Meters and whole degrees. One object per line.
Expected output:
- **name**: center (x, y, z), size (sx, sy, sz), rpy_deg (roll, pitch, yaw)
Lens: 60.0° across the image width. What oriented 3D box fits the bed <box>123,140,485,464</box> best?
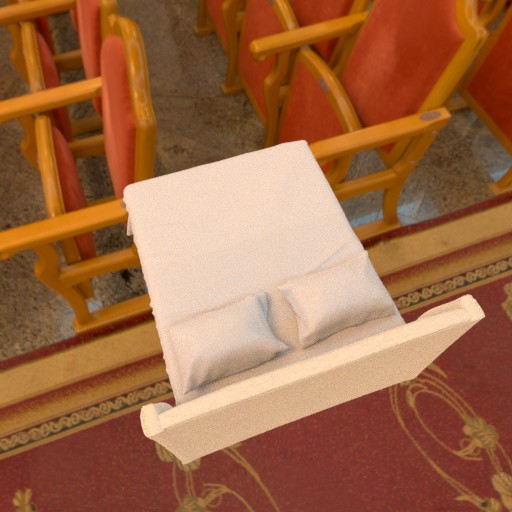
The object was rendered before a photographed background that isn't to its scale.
- **bed**: center (0.000, 0.000, 3.359), size (1.925, 1.332, 2.276), rpy_deg (-17, 61, -9)
